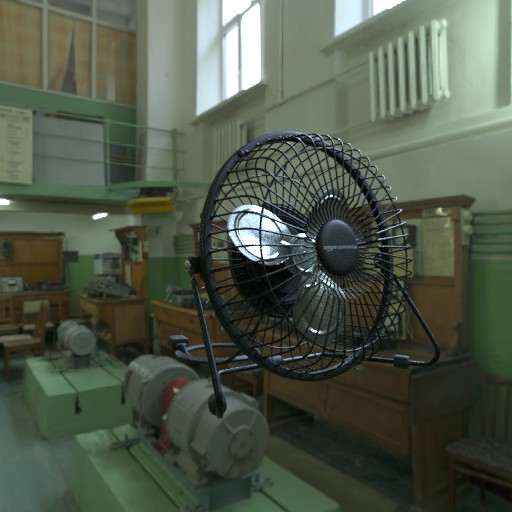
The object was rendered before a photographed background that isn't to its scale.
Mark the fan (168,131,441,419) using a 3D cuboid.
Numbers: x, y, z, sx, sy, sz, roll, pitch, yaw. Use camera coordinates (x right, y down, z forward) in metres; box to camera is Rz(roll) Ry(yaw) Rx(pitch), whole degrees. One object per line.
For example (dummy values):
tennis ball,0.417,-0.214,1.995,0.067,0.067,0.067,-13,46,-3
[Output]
fan,0.000,0.000,0.387,0.209,0.188,0.227,0,0,-36
